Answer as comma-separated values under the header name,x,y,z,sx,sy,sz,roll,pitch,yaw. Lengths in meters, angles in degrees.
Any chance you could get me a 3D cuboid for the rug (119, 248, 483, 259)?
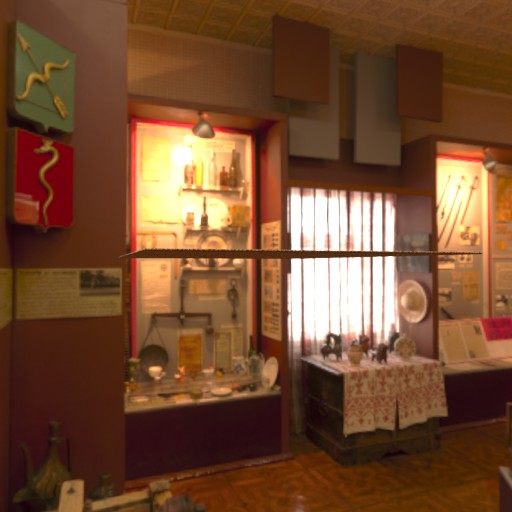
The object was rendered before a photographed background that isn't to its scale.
name,x,y,z,sx,sy,sz,roll,pitch,yaw
rug,0.000,0.000,4.336,2.439,0.014,3.207,0,-1,-20
